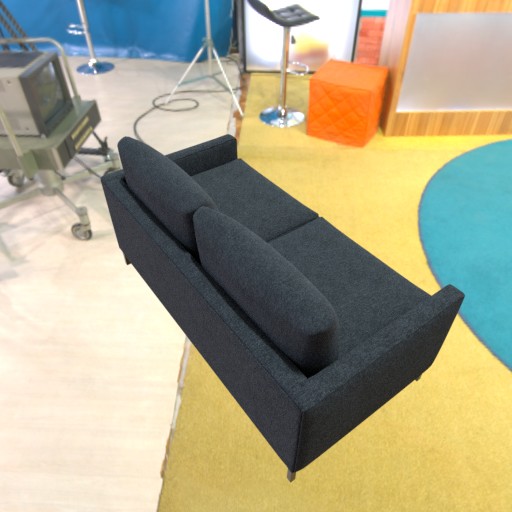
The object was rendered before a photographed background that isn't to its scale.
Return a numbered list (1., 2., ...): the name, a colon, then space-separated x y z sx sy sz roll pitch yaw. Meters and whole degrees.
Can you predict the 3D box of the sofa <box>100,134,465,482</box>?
1. sofa: 0.000 0.000 2.194 0.866 0.862 1.716 -26 48 -26
